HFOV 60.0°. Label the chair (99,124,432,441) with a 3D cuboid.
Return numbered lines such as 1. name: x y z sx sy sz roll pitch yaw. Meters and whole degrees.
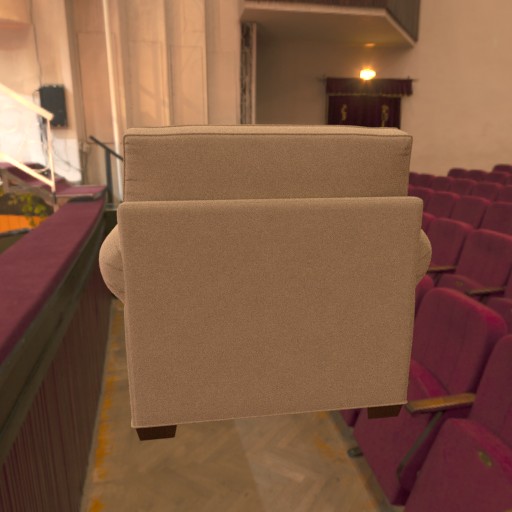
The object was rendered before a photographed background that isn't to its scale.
1. chair: 0.000 0.000 1.713 1.040 0.955 0.863 -2 15 -8
